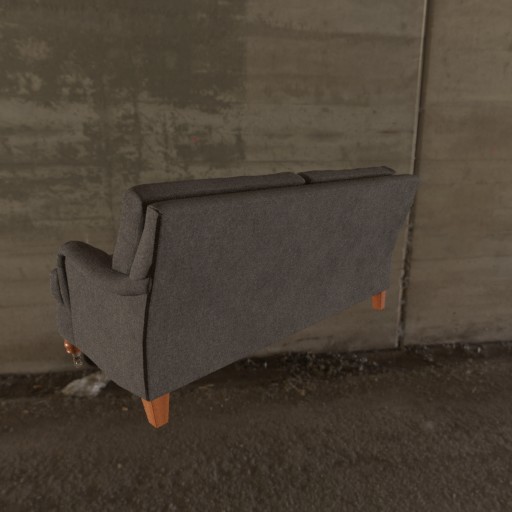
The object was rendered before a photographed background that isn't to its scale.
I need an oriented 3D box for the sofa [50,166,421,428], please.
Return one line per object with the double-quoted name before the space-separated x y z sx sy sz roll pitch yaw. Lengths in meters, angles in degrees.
"sofa" 0.000 0.000 2.735 1.087 1.054 2.160 14 20 42
